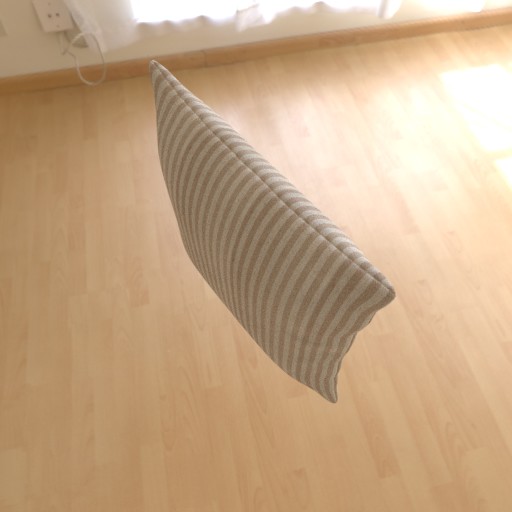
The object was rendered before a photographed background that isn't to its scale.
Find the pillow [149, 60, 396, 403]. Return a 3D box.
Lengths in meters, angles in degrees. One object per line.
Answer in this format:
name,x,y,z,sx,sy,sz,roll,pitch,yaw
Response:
pillow,0.000,0.000,0.804,0.166,0.510,0.523,-34,65,-18
